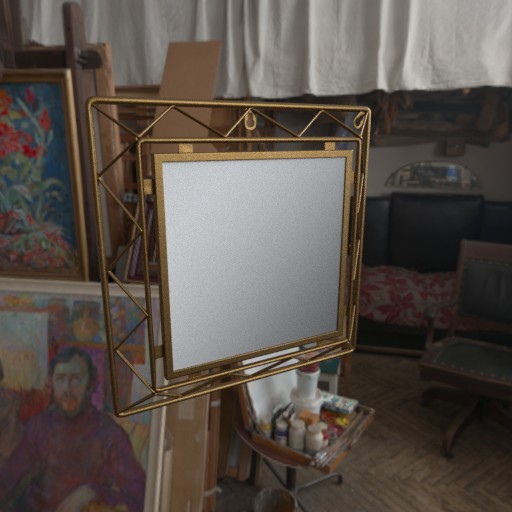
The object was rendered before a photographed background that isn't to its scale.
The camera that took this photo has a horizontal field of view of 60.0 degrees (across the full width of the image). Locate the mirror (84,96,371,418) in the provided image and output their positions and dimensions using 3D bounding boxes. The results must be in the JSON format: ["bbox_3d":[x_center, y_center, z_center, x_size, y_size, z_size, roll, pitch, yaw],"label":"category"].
[{"bbox_3d":[0.000,0.000,0.624,0.416,0.414,0.046,-8,17,-27],"label":"mirror"}]
